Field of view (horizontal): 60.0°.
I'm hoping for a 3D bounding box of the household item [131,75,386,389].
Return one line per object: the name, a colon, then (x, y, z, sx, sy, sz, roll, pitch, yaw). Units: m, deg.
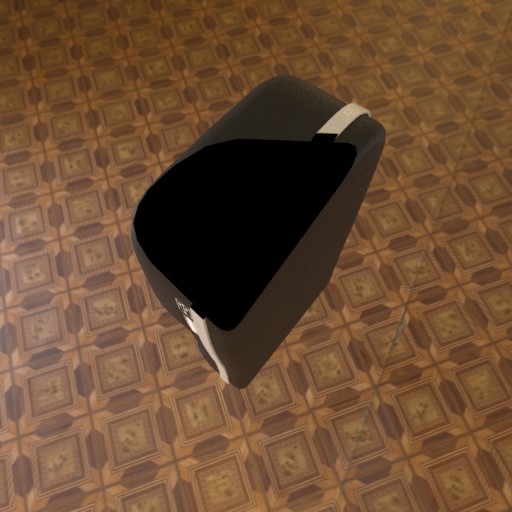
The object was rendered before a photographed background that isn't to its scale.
household item: (0.000, 0.000, 0.150, 0.038, 0.114, 0.070, 36, 70, 15)
